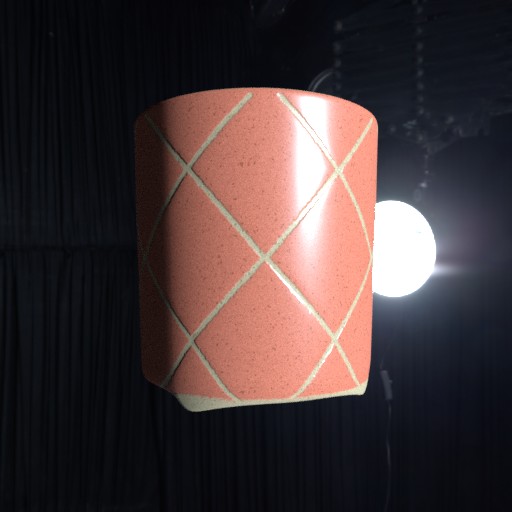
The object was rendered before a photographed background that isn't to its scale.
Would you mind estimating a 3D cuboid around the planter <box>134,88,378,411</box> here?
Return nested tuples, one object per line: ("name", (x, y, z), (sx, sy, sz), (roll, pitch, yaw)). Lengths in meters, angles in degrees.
("planter", (0.000, 0.000, 0.358), (0.191, 0.200, 0.191), (0, -1, 0))
